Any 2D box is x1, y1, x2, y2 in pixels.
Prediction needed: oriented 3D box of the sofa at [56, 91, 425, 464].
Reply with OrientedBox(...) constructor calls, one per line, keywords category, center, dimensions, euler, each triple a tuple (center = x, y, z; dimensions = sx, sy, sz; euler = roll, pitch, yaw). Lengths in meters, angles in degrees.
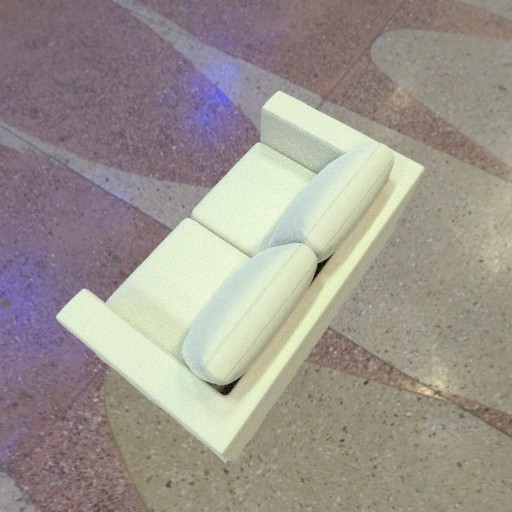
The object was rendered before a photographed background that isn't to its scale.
OrientedBox(category="sofa", center=(0.000, 0.000, 2.408), dimensions=(1.009, 0.932, 1.813), euler=(33, 68, 16))
